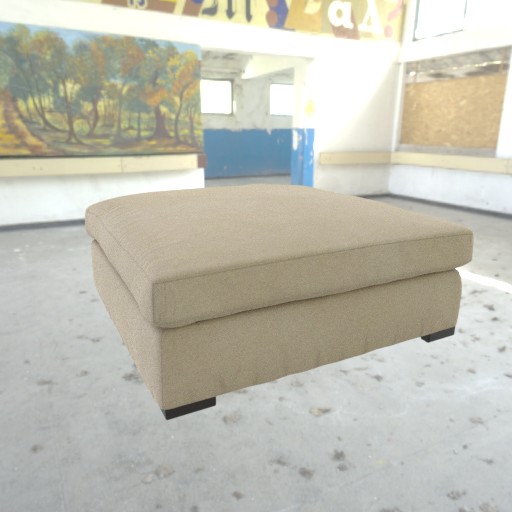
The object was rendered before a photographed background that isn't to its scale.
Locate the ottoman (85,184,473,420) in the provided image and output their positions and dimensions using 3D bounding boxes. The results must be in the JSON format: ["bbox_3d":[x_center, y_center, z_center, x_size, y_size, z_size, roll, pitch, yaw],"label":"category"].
[{"bbox_3d":[0.000,0.000,1.865,1.205,0.522,1.190,-8,18,-27],"label":"ottoman"}]
